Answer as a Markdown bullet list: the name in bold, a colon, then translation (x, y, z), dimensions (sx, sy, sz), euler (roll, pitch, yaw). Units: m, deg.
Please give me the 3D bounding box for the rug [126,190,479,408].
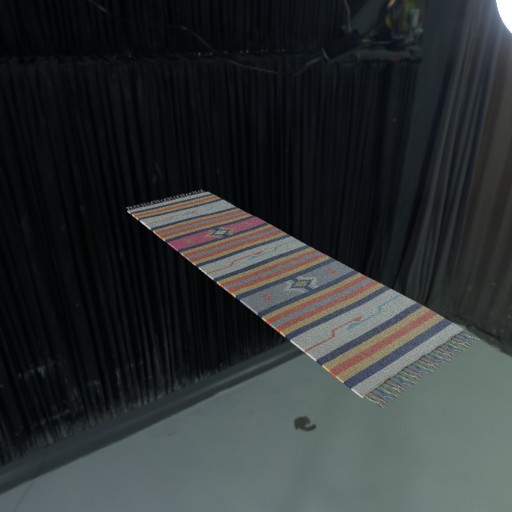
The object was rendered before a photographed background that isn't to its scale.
- **rug**: translation (0.000, 0.000, 2.667), dimensions (0.695, 0.017, 2.455), euler (-19, 33, -32)
